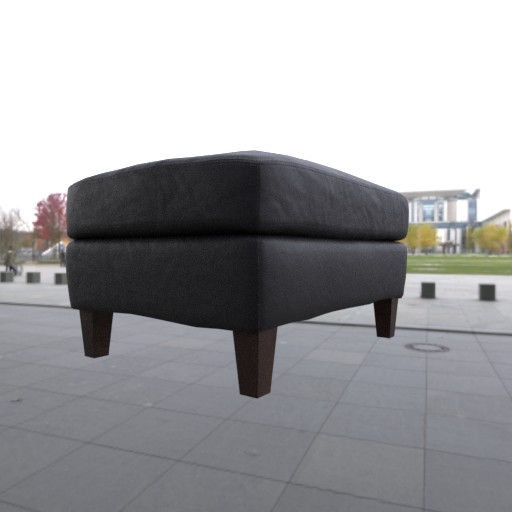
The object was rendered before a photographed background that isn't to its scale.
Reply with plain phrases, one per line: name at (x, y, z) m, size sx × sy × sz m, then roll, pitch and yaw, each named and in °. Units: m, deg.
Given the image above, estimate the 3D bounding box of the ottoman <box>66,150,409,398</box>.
ottoman at (0.000, 0.000, 1.307) m, size 0.659 × 0.529 × 0.887 m, roll 0°, pitch 1°, yaw 36°
